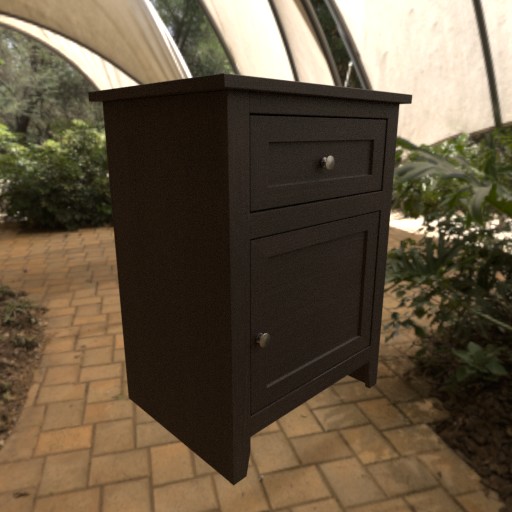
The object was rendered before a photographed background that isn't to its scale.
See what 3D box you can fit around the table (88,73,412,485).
[{"bbox_3d":[0.000,0.000,0.919,0.480,0.635,0.381,-15,21,-42],"label":"table"}]
